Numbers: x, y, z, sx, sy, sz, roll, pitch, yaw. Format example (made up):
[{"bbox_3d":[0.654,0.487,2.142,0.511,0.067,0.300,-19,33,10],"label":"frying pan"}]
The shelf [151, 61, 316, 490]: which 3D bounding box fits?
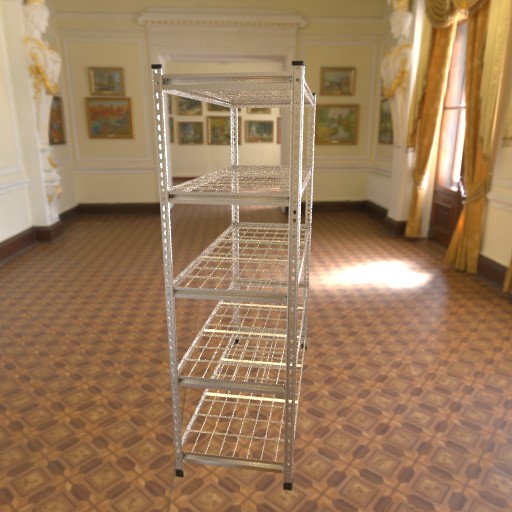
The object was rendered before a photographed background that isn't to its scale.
[{"bbox_3d":[0.000,0.000,2.709,0.610,1.981,1.524,2,16,9],"label":"shelf"}]
